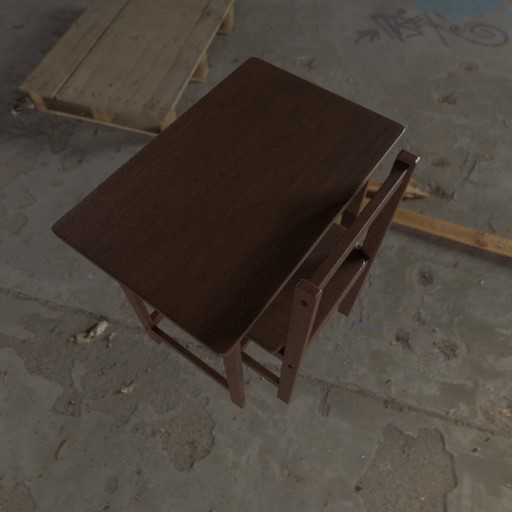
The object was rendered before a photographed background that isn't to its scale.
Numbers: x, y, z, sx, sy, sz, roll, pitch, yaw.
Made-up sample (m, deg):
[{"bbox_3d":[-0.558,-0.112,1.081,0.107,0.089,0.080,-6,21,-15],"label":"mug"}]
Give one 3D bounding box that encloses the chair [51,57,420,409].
[{"bbox_3d":[0.000,0.000,1.057,0.463,0.673,0.599,32,64,18],"label":"chair"}]
